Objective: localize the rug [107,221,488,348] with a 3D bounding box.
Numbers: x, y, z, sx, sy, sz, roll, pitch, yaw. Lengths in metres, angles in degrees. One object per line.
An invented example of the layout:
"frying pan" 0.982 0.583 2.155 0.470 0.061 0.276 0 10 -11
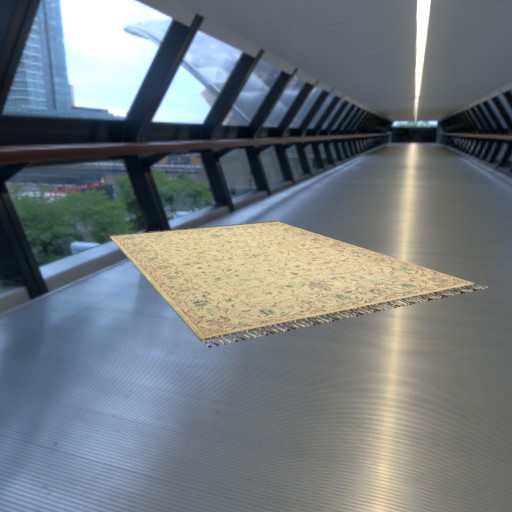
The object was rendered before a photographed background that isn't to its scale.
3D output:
"rug" 0.000 0.000 2.326 1.247 0.008 1.802 -7 16 -26
